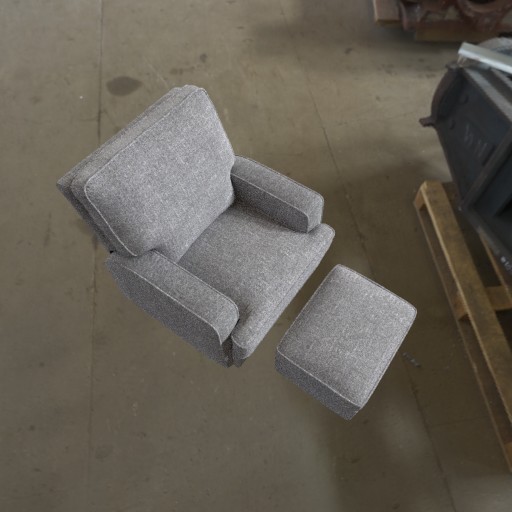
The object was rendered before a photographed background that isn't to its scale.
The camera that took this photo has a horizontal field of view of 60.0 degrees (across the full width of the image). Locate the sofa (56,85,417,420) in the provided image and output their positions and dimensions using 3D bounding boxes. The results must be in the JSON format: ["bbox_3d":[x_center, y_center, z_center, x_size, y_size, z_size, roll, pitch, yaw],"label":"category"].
[{"bbox_3d":[0.000,0.000,2.027,1.472,0.959,0.861,32,64,18],"label":"sofa"}]
